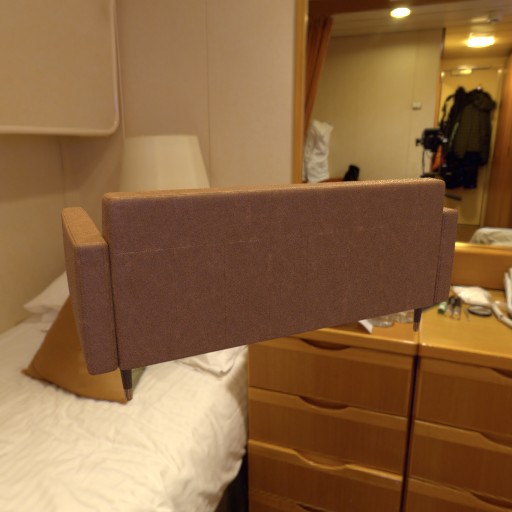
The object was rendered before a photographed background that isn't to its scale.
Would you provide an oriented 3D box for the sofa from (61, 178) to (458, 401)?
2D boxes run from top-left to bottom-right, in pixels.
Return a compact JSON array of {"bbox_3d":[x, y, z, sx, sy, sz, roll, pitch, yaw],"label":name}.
[{"bbox_3d":[0.000,0.000,2.344,1.847,0.821,0.993,-7,16,-25],"label":"sofa"}]
